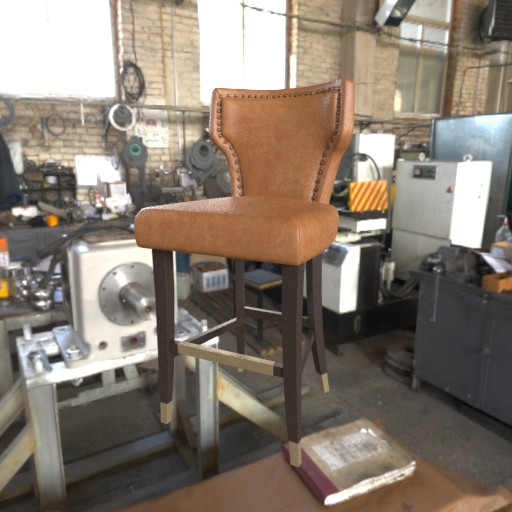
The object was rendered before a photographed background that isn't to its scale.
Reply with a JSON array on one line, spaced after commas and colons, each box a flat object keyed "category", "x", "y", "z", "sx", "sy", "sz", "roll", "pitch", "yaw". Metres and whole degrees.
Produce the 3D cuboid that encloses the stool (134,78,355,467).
[{"category": "stool", "x": 0.000, "y": 0.000, "z": 1.427, "sx": 0.526, "sy": 1.092, "sz": 0.563, "roll": 6, "pitch": 14, "yaw": 26}]
